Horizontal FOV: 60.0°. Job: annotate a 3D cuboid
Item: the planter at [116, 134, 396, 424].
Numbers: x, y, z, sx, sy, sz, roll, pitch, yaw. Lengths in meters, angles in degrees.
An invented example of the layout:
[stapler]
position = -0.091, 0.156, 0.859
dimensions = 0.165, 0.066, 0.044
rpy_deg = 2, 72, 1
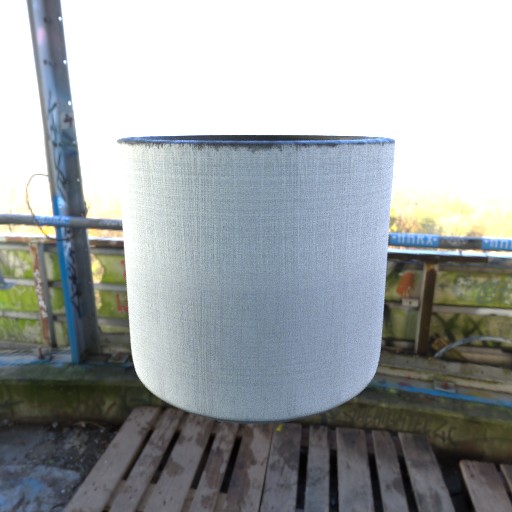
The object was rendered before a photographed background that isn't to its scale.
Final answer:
[planter]
position = 0.000, 0.000, 0.386
dimensions = 0.221, 0.201, 0.221
rpy_deg = 0, 16, 0
